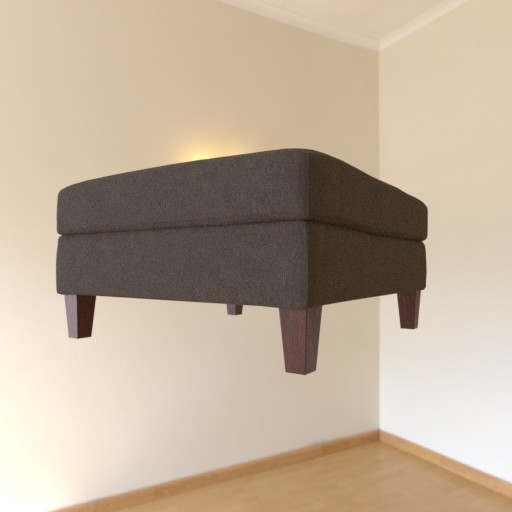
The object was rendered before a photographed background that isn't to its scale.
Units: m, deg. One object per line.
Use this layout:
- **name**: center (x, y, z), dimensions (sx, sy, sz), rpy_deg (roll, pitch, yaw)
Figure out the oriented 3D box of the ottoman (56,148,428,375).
- **ottoman**: center (0.000, 0.000, 1.404), dimensions (0.861, 0.482, 0.881), rpy_deg (-1, -2, 35)
